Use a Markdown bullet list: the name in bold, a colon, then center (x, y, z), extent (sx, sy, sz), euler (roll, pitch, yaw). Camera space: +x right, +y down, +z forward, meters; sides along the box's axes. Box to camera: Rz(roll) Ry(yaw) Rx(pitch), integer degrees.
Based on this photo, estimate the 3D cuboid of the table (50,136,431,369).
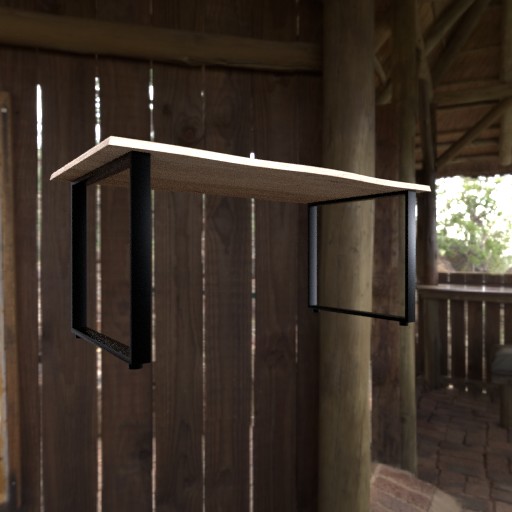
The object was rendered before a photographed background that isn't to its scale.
- **table**: center (0.000, 0.000, 2.295), extent (1.800, 0.780, 0.900), euler (0, 0, -36)
